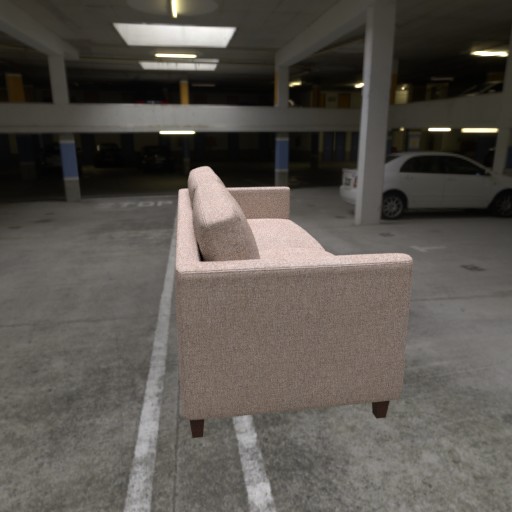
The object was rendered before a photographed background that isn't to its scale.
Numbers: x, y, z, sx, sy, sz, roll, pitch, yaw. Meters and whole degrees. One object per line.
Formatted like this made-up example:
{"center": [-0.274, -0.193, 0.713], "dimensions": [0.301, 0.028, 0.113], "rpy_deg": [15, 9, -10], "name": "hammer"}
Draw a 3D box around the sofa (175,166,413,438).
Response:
{"center": [0.000, 0.000, 2.748], "dimensions": [0.951, 0.965, 2.208], "rpy_deg": [-3, 16, -9], "name": "sofa"}
